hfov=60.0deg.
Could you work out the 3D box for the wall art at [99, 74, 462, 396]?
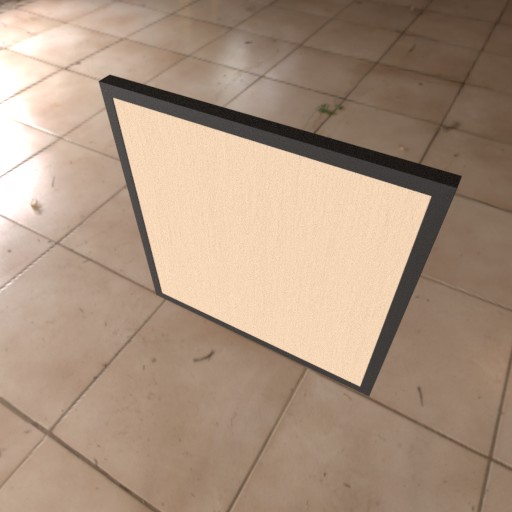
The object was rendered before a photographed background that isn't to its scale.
[{"bbox_3d":[0.000,0.000,0.453,0.306,0.304,0.015,22,51,19],"label":"wall art"}]
